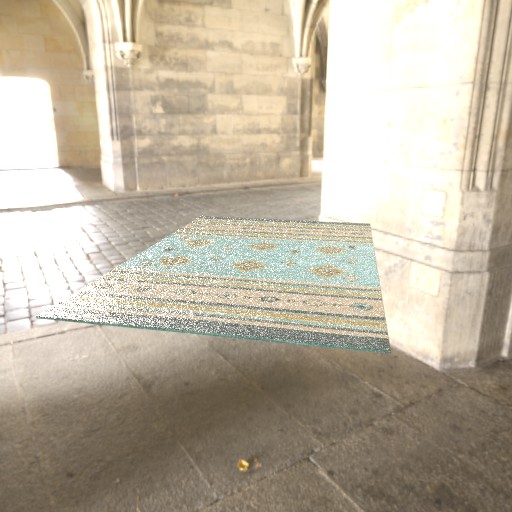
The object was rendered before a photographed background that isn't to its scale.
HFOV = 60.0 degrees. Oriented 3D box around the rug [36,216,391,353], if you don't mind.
[{"bbox_3d":[0.000,0.000,2.301,1.212,0.010,1.811,3,17,11],"label":"rug"}]
